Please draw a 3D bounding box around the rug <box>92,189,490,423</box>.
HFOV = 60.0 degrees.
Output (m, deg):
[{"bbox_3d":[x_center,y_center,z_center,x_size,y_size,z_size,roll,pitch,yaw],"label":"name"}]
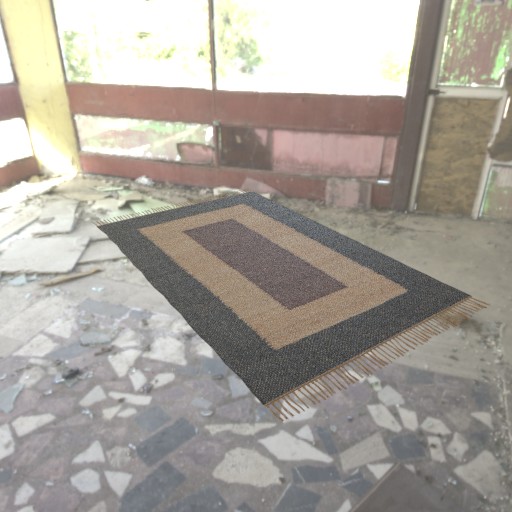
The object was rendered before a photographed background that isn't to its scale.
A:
[{"bbox_3d":[0.000,0.000,1.858,0.920,0.013,1.541,-17,32,-30],"label":"rug"}]
